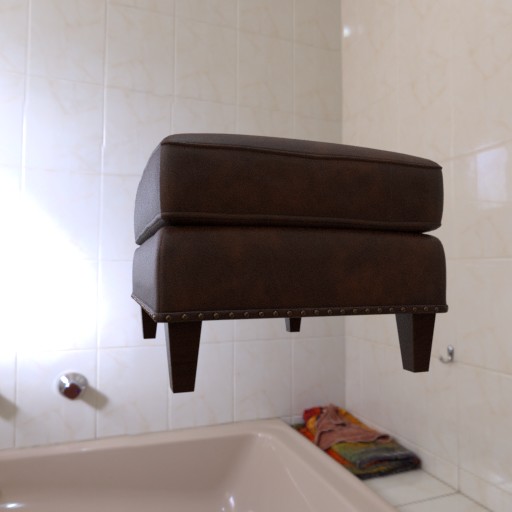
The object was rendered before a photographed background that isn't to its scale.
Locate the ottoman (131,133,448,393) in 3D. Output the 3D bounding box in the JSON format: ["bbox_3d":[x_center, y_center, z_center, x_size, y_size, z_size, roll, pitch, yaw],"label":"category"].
[{"bbox_3d":[0.000,0.000,1.141,0.586,0.486,0.742,1,-2,-18],"label":"ottoman"}]
